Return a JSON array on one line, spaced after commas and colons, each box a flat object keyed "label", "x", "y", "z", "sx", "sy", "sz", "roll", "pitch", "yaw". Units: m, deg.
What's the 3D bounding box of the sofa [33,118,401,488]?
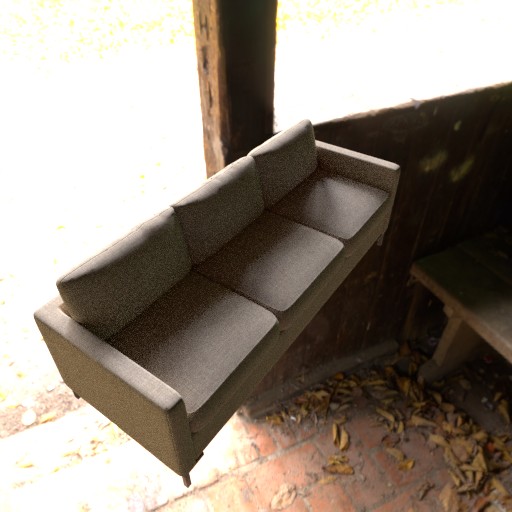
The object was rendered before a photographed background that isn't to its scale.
[{"label": "sofa", "x": 0.000, "y": 0.000, "z": 2.578, "sx": 0.859, "sy": 0.874, "sz": 2.218, "roll": 25, "pitch": 46, "yaw": 26}]
